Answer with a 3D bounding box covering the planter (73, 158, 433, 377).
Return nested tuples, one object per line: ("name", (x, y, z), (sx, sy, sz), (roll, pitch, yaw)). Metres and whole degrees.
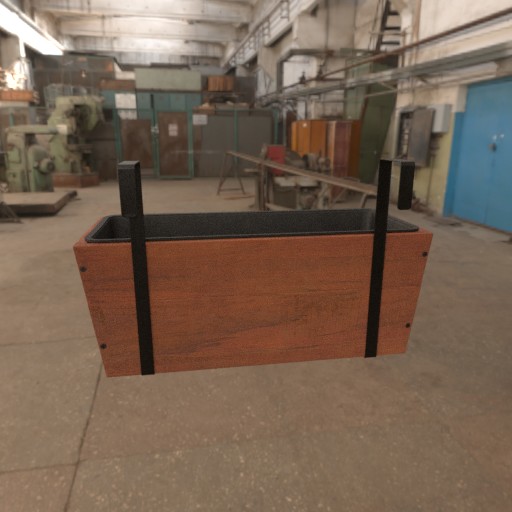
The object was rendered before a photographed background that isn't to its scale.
("planter", (0.000, 0.000, 0.659), (0.480, 0.289, 0.262), (-2, 16, -8))
